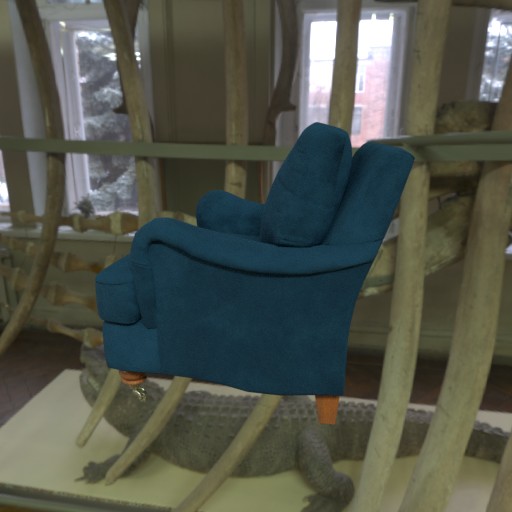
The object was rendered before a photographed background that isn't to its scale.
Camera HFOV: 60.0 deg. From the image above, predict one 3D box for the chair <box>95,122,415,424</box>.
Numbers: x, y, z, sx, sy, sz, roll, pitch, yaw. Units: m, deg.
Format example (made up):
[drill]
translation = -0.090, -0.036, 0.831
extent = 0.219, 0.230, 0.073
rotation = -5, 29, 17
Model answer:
[chair]
translation = 0.000, 0.000, 1.887
extent = 1.078, 1.076, 0.895
rotation = 2, 16, 9
